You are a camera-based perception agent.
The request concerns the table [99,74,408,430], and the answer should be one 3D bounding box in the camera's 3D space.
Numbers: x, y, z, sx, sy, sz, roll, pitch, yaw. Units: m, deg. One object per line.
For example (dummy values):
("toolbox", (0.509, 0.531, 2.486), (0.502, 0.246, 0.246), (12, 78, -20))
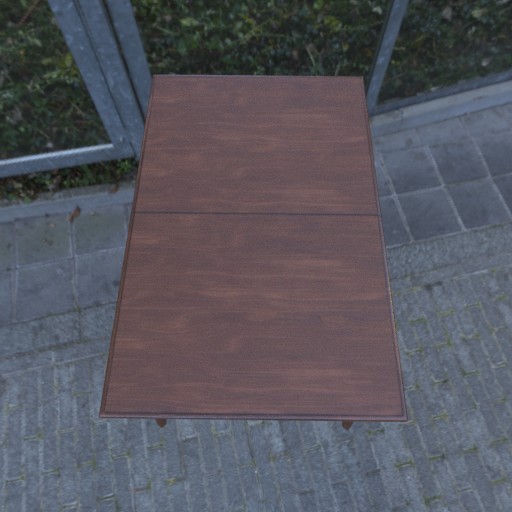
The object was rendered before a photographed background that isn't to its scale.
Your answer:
("table", (0.000, 0.000, 2.085), (0.990, 0.761, 1.524), (1, 64, 0))
